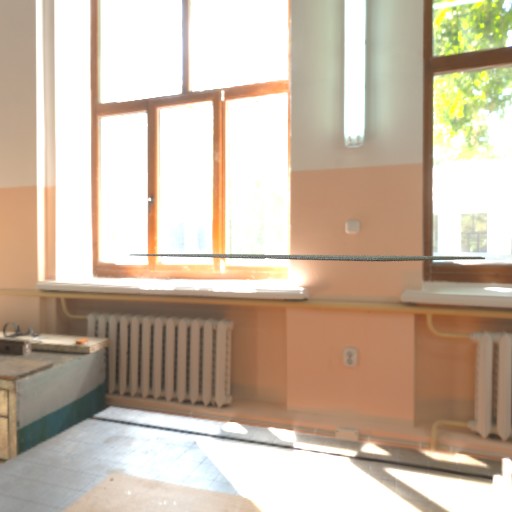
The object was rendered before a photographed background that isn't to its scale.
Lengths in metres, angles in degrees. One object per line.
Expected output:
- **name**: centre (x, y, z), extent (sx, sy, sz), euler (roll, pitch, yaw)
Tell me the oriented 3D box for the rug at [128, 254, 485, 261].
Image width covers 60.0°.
- **rug**: centre (0.000, 0.000, 2.452), extent (0.662, 0.011, 2.196), euler (0, 1, -36)
